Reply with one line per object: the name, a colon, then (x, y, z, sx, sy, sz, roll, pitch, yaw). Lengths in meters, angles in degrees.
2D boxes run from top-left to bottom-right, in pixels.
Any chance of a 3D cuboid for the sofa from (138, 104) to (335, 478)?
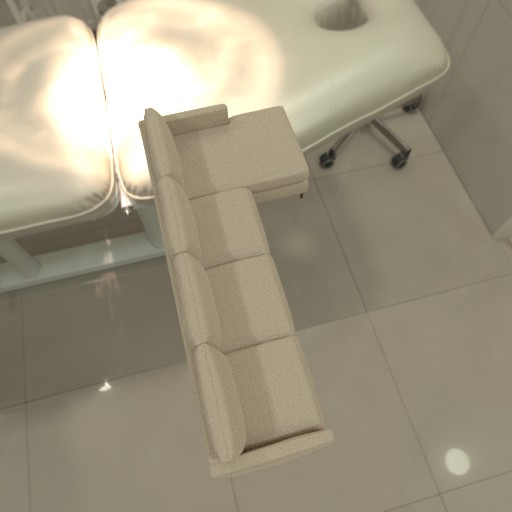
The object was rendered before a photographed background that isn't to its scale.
sofa: (0.000, 0.000, 3.242, 1.258, 0.755, 2.731, -14, 65, -7)
